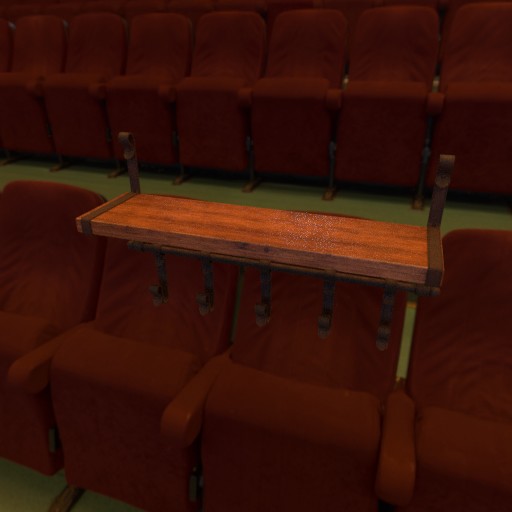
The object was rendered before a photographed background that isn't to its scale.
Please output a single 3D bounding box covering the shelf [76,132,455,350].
[{"bbox_3d":[0.000,0.000,0.702,0.567,0.330,0.146,8,27,17],"label":"shelf"}]
